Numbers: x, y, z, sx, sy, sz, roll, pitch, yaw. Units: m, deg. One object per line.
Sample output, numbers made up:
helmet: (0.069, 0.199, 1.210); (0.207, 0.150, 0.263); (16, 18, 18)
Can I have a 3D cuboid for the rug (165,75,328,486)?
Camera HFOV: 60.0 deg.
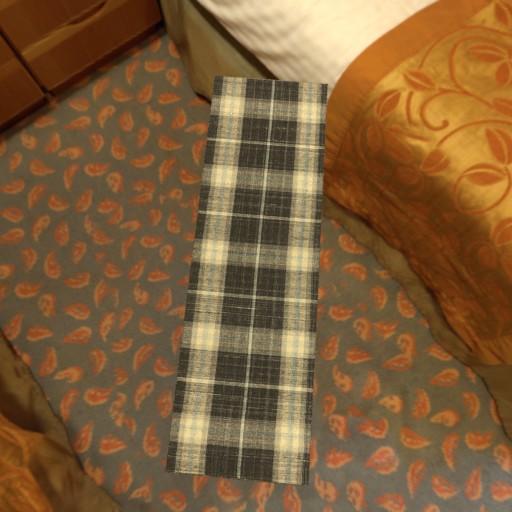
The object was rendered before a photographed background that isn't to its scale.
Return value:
rug: (0.000, 0.000, 2.634); (0.760, 0.012, 2.434); (5, 75, 1)
